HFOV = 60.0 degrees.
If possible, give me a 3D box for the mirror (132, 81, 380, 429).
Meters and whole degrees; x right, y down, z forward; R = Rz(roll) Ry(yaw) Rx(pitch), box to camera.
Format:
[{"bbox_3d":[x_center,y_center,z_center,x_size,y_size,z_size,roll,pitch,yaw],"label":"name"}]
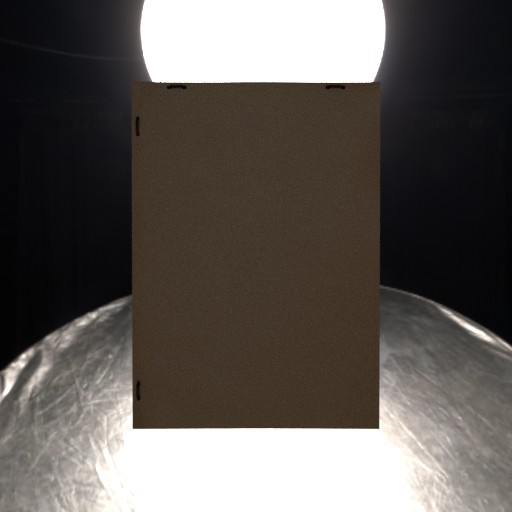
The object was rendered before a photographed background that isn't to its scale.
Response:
[{"bbox_3d":[0.000,0.000,0.920,0.507,0.710,0.039,0,1,0],"label":"mirror"}]
